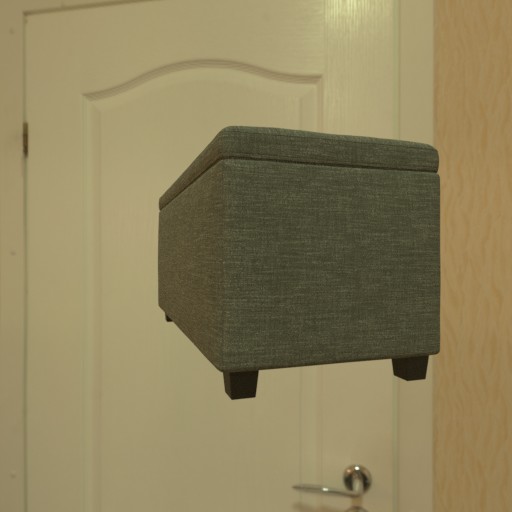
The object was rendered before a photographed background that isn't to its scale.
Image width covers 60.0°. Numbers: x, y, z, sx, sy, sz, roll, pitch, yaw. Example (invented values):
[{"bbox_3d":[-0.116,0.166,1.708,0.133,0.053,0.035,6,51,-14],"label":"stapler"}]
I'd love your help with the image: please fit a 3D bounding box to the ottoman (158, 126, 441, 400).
[{"bbox_3d":[0.000,0.000,1.126,0.419,0.432,0.902,0,0,-18],"label":"ottoman"}]
